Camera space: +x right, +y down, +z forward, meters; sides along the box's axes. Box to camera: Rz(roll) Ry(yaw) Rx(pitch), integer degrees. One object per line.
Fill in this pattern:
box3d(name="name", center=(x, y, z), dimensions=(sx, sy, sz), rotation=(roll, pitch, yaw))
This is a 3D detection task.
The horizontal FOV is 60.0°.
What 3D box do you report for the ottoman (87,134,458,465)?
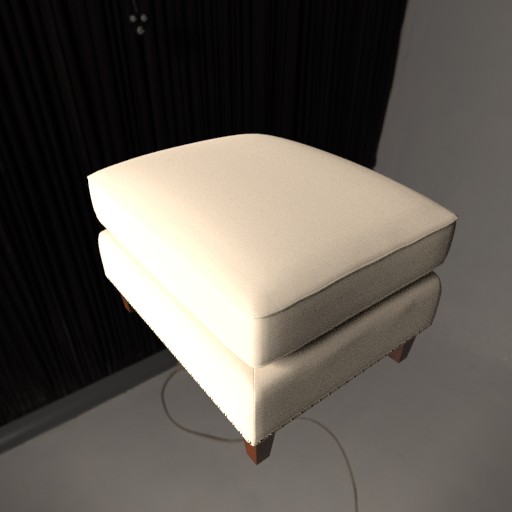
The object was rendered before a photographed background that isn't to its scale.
box3d(name="ottoman", center=(0.000, 0.000, 1.154), dimensions=(0.584, 0.513, 0.741), rotation=(-22, 38, -31))
